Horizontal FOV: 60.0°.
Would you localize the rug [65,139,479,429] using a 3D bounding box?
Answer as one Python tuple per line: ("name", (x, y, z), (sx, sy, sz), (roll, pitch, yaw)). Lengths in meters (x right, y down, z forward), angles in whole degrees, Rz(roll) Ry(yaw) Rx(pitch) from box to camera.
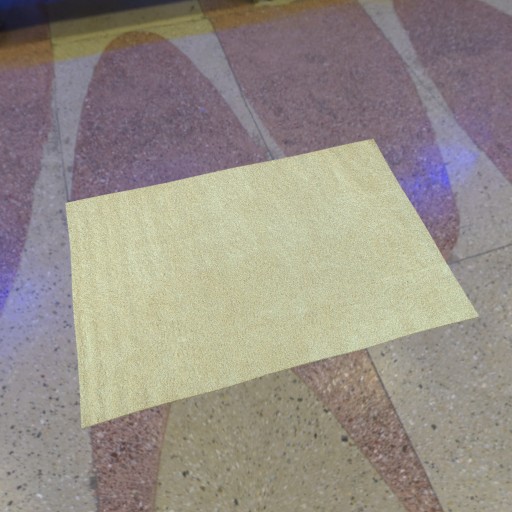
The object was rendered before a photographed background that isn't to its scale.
("rug", (0.000, 0.000, 3.334), (2.699, 0.025, 1.800), (-14, 59, -8))
